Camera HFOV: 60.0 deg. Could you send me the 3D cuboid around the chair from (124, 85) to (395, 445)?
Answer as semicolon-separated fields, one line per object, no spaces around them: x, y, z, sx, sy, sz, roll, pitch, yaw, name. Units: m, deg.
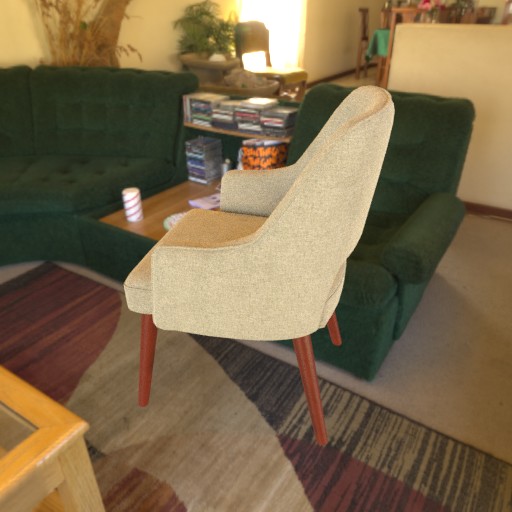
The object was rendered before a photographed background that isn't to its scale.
0.000;0.000;1.199;0.605;0.849;0.548;7;31;13;chair
